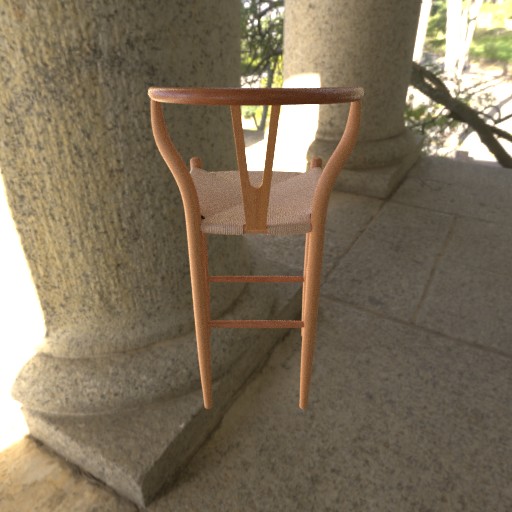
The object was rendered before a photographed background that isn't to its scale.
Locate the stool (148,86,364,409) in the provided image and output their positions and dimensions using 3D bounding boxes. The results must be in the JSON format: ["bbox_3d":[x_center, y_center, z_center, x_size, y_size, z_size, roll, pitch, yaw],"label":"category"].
[{"bbox_3d":[0.000,0.000,1.353,0.574,1.068,0.561,0,31,0],"label":"stool"}]
